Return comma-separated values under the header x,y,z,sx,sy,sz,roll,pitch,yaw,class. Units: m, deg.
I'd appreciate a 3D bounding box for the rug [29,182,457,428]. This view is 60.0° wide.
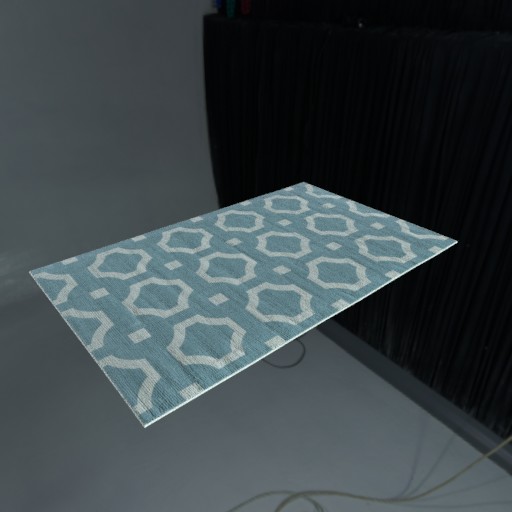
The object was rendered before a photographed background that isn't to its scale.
x,y,z,sx,sy,sz,roll,pitch,yaw,class
0.000,0.000,2.956,2.443,0.015,1.528,-23,37,-34,rug
